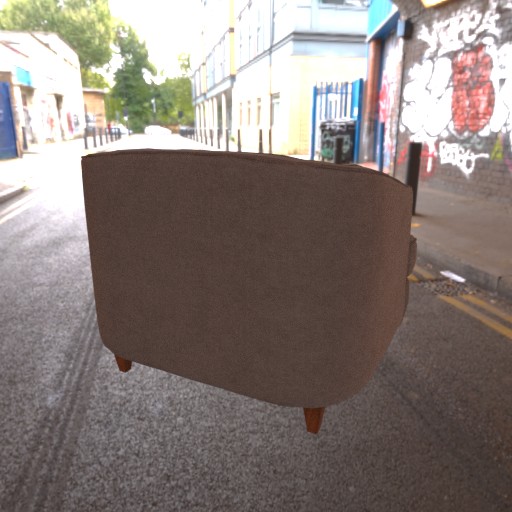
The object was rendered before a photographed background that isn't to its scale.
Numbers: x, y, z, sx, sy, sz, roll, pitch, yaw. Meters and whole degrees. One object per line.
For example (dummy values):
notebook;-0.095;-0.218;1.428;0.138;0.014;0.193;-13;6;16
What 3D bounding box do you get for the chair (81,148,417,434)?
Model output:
chair;0.000;0.000;1.742;1.104;0.852;0.941;8;18;26
